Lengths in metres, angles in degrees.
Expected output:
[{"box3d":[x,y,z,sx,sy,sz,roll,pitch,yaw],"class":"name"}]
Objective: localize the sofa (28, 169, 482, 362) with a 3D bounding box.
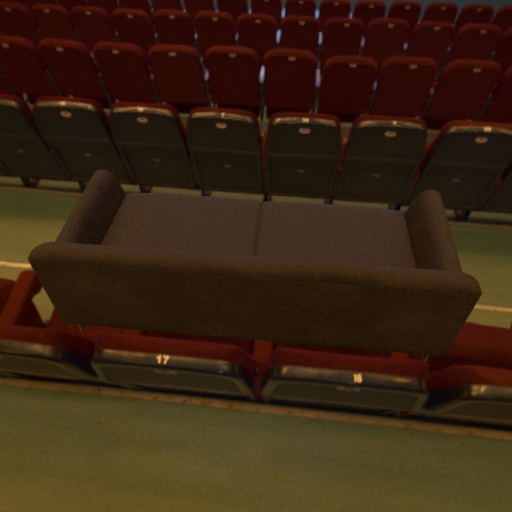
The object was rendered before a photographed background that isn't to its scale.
[{"box3d":[0.000,0.000,2.651,2.190,0.740,0.900,4,47,4],"class":"sofa"}]
